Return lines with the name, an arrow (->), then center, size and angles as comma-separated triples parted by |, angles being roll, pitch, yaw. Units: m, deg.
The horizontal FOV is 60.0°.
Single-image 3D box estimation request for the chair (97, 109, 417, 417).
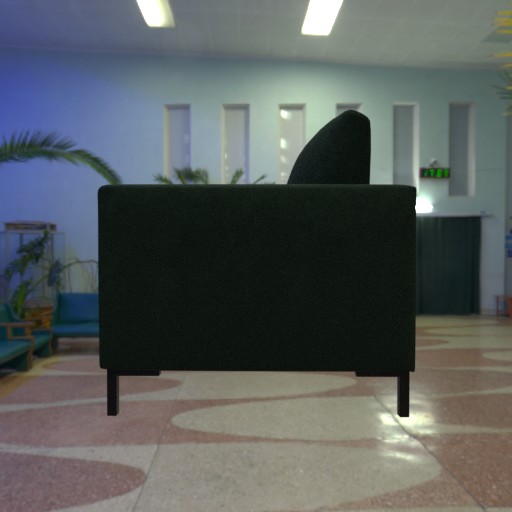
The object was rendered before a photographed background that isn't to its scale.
chair -> 0.000, 0.000, 1.630 | 0.866, 0.861, 0.963 | 0, 1, 1
